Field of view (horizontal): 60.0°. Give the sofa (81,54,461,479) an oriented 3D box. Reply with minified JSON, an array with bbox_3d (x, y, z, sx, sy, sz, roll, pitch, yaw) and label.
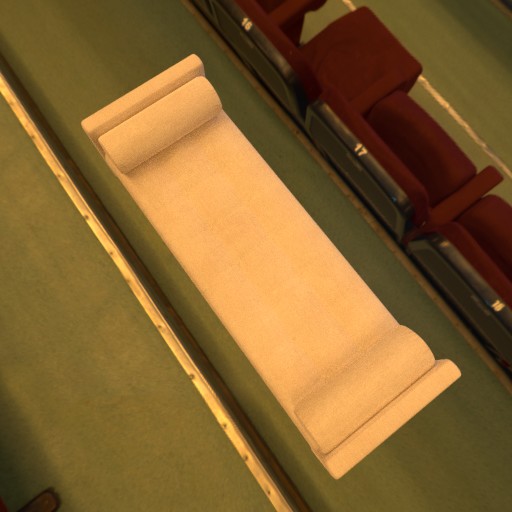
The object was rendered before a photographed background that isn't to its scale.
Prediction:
[{"bbox_3d":[0.000,0.000,2.284,0.686,0.635,1.981,-35,77,-9],"label":"sofa"}]
